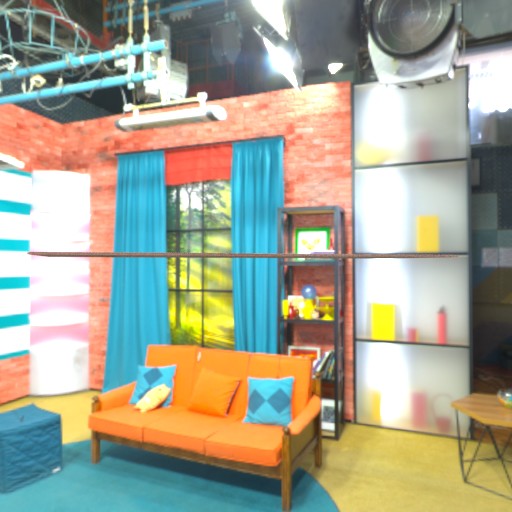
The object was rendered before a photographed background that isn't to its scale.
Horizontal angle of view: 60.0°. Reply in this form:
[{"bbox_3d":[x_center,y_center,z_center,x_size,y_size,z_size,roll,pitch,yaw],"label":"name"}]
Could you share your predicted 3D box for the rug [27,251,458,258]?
[{"bbox_3d":[0.000,0.000,2.739,2.435,0.015,0.760,0,-1,-18],"label":"rug"}]
